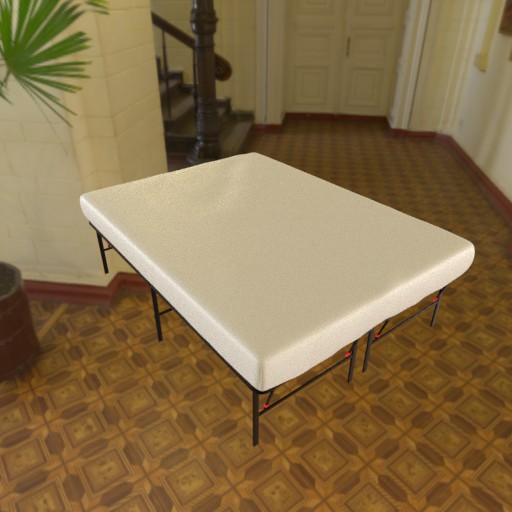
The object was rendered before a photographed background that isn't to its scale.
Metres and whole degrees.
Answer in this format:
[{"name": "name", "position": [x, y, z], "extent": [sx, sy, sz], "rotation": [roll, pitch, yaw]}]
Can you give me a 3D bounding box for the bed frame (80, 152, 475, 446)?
[{"name": "bed frame", "position": [0.000, 0.000, 2.953], "extent": [1.584, 0.667, 2.151], "rotation": [-22, 37, -31]}]
